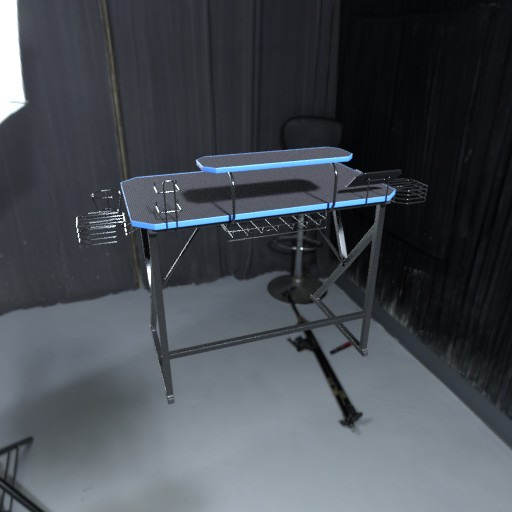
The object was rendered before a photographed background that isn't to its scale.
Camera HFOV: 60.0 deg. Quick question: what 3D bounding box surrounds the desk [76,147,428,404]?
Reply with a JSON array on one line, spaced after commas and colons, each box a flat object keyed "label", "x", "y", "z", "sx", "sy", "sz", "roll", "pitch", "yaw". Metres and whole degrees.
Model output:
[{"label": "desk", "x": 0.000, "y": 0.000, "z": 1.832, "sx": 1.295, "sy": 0.909, "sz": 0.594, "roll": -9, "pitch": 27, "yaw": -17}]
